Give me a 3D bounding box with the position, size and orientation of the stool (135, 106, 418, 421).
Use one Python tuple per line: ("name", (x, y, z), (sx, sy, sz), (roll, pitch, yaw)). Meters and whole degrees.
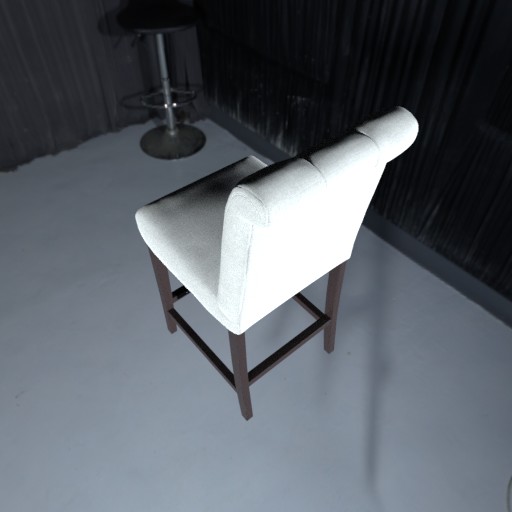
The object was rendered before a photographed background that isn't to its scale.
("stool", (0.000, 0.000, 1.374), (0.493, 1.040, 0.601), (-31, 54, -26))
